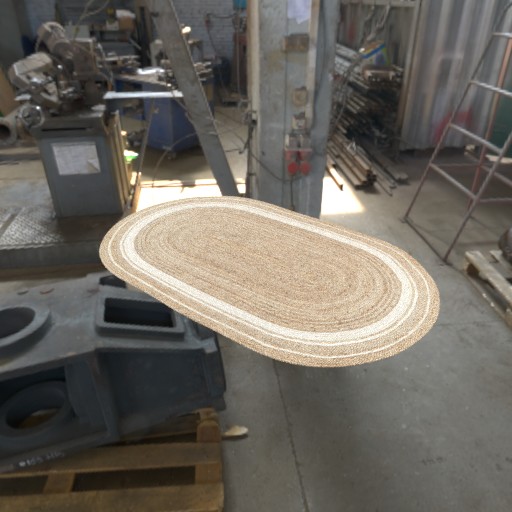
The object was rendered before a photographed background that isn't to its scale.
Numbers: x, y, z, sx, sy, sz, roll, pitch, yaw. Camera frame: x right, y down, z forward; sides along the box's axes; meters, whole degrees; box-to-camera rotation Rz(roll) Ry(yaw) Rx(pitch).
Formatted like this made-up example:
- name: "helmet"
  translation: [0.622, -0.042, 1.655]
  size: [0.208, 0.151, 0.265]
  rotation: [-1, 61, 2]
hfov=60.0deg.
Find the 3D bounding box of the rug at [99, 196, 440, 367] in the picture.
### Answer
- name: "rug"
  translation: [0.000, 0.000, 3.048]
  size: [2.432, 0.006, 1.520]
  rotation: [22, 37, 32]
